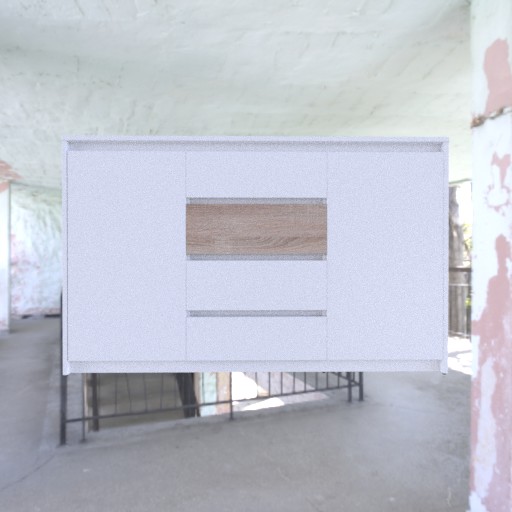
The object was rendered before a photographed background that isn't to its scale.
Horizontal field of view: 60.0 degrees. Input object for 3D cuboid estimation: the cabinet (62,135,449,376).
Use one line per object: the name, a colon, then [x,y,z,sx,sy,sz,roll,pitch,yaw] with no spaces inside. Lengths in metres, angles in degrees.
cabinet: [0.000,0.000,1.851,1.450,0.900,0.380,0,0,-1]
